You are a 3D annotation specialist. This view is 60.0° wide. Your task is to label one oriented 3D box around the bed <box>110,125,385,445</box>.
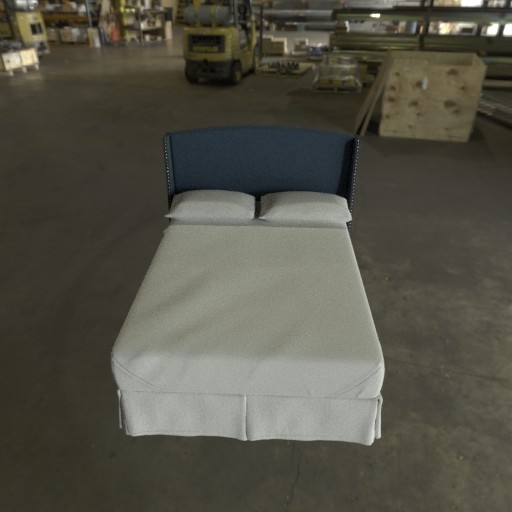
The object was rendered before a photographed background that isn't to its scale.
[{"bbox_3d":[0.000,0.000,3.356,1.710,1.407,2.237,1,31,2],"label":"bed"}]
